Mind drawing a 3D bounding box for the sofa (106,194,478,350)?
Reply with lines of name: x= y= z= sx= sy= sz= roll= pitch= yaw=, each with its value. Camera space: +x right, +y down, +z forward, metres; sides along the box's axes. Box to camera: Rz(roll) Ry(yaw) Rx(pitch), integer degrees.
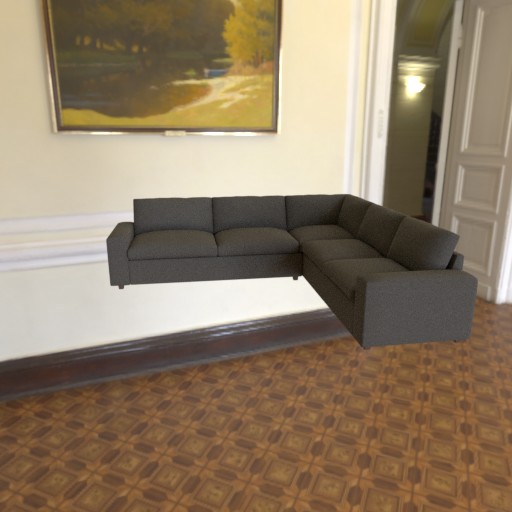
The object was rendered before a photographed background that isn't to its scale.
sofa: x=0.000 y=0.000 z=4.822 sx=3.277 sy=0.965 sz=2.895 roll=-2 pitch=16 yaw=-9
